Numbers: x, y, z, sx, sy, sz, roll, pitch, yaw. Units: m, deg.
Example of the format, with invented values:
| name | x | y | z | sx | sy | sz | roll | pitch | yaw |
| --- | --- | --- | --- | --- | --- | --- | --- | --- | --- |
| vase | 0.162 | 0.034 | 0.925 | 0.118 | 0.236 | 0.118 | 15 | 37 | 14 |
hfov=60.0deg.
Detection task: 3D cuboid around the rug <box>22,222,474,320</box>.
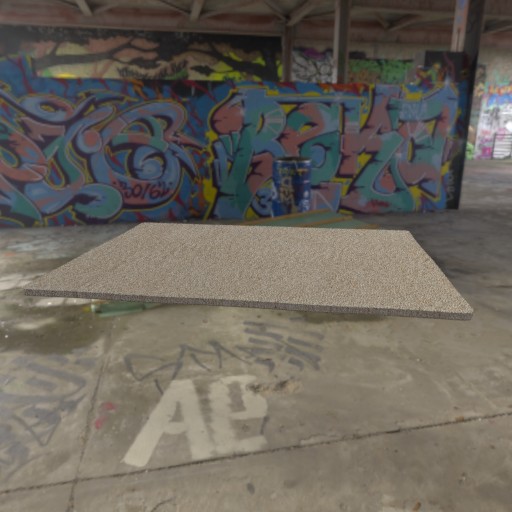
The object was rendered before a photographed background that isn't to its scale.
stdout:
| name | x | y | z | sx | sy | sz | roll | pitch | yaw |
| --- | --- | --- | --- | --- | --- | --- | --- | --- | --- |
| rug | 0.000 | 0.000 | 2.090 | 1.600 | 0.027 | 1.200 | 2 | 16 | 8 |
